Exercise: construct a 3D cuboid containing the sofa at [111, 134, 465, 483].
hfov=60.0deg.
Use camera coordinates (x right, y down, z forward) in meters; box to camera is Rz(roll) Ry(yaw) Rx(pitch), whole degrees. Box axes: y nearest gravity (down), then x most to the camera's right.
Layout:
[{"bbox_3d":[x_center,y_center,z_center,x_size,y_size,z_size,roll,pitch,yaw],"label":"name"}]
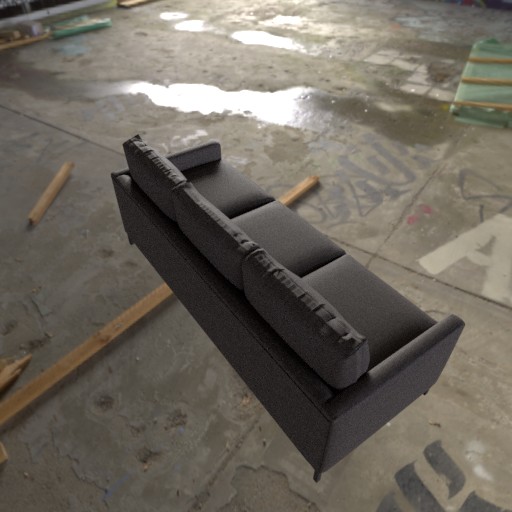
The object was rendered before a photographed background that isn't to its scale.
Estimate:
[{"bbox_3d":[0.000,0.000,2.666,0.876,0.882,2.253,-25,48,-26],"label":"sofa"}]
